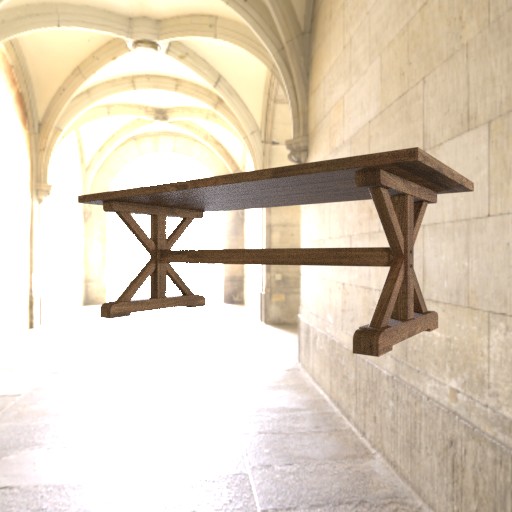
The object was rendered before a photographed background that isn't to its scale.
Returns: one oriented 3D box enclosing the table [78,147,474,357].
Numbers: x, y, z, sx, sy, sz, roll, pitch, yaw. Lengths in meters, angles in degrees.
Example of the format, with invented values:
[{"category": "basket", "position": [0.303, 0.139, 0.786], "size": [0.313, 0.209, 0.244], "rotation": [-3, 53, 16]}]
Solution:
[{"category": "table", "position": [0.000, 0.000, 2.453], "size": [2.031, 0.733, 0.907], "rotation": [0, 0, 37]}]
